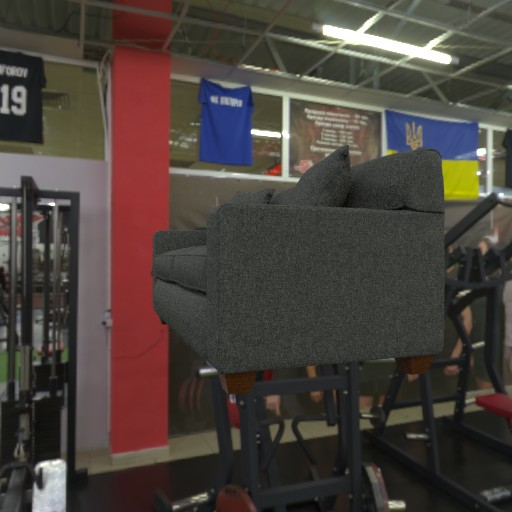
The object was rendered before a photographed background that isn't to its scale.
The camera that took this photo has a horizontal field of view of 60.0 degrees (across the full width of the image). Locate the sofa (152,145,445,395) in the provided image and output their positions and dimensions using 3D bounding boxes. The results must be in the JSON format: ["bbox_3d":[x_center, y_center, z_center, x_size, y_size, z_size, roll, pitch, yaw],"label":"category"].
[{"bbox_3d":[0.000,0.000,2.482,0.998,0.958,1.846,0,0,-20],"label":"sofa"}]
